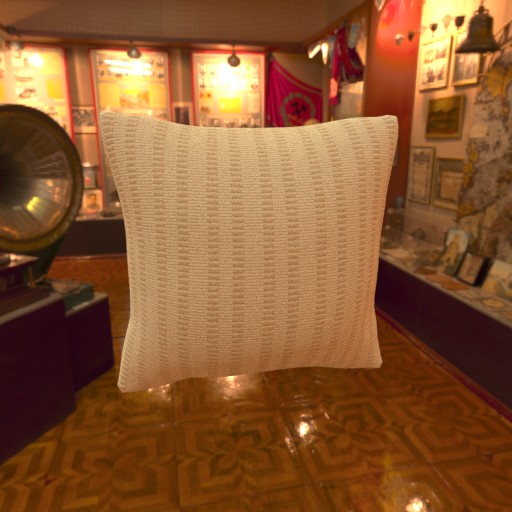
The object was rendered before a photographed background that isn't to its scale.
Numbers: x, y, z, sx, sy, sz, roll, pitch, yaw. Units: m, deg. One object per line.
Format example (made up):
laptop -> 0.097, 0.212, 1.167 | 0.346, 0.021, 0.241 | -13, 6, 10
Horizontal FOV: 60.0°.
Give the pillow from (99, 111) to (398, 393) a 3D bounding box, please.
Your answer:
pillow -> 0.000, 0.000, 0.681 | 0.438, 0.419, 0.247 | -3, 15, -10
